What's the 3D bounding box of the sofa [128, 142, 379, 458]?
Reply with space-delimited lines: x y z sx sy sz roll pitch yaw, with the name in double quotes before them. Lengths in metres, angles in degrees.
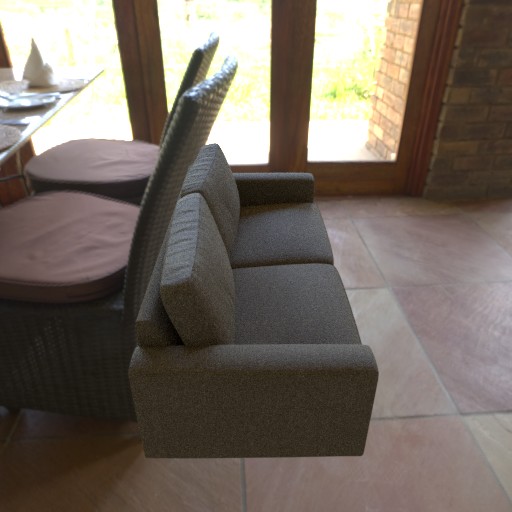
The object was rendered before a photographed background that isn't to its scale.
"sofa" 0.000 0.000 2.698 1.016 0.873 2.179 0 31 -1
